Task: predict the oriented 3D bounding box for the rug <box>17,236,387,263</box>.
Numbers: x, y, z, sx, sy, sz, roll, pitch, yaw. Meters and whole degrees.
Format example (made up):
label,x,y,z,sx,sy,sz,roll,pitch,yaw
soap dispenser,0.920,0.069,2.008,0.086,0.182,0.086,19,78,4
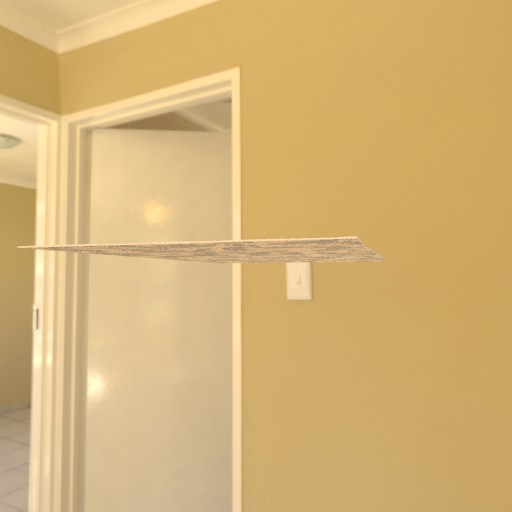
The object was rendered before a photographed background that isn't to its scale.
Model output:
label,x,y,z,sx,sy,sz,roll,pitch,yaw
rug,0.000,0.000,2.840,1.522,0.008,2.284,-1,-3,19
